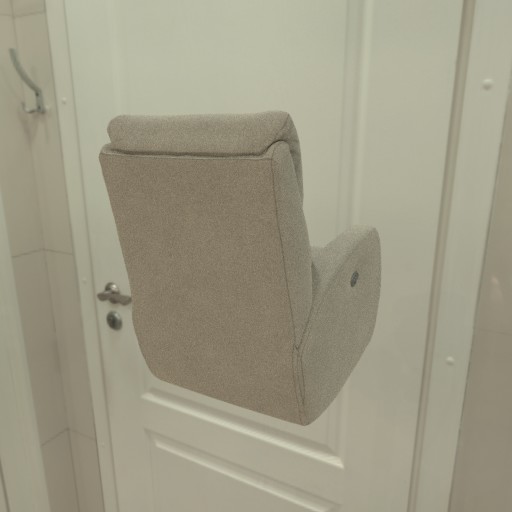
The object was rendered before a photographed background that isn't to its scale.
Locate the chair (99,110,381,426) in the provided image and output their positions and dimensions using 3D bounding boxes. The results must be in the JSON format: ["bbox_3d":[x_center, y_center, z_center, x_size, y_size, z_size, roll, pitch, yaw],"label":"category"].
[{"bbox_3d":[0.000,0.000,1.694,0.794,1.021,0.940,8,18,27],"label":"chair"}]
